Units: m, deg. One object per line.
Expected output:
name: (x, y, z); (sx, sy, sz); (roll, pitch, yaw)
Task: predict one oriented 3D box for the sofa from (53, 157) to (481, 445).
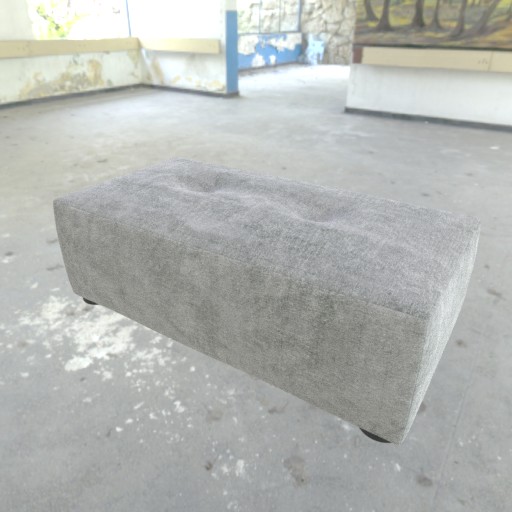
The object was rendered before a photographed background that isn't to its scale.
sofa: (0.000, 0.000, 1.100); (0.930, 0.330, 0.480); (17, 33, 29)
